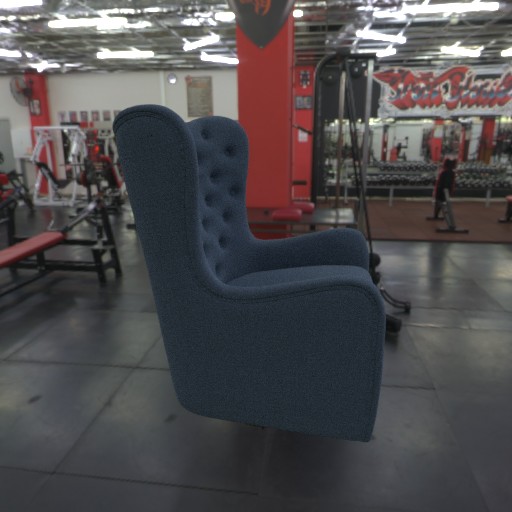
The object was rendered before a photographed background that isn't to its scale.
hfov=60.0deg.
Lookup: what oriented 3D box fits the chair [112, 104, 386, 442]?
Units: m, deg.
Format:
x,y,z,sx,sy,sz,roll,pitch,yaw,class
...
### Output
x,y,z,sx,sy,sz,roll,pitch,yaw,class
0.000,0.000,1.729,0.930,1.079,0.831,3,15,10,chair
